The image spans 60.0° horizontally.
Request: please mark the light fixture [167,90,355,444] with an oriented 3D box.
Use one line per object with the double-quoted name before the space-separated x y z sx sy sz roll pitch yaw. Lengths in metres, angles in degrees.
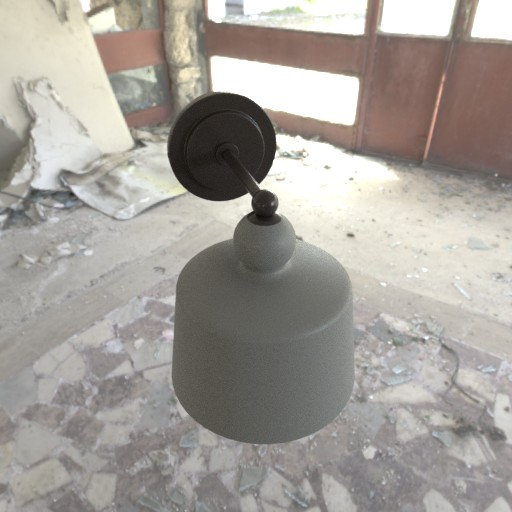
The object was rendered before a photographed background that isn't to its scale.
"light fixture" 0.000 0.000 0.450 0.204 0.268 0.254 -10 35 -15
